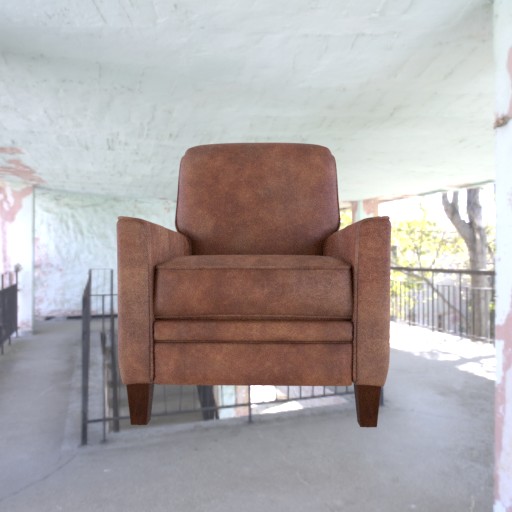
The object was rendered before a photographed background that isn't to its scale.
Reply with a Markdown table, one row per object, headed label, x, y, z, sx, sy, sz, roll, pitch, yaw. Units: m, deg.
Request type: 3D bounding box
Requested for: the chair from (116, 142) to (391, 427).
| label | x | y | z | sx | sy | sz | roll | pitch | yaw |
| --- | --- | --- | --- | --- | --- | --- | --- | --- | --- |
| chair | 0.000 | 0.000 | 1.712 | 0.843 | 1.043 | 0.836 | 0 | 0 | 1 |
